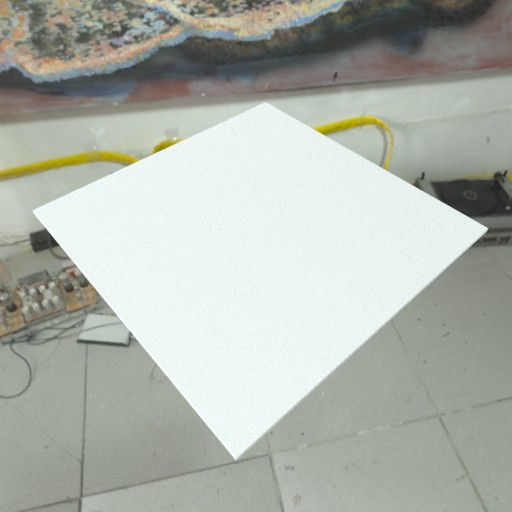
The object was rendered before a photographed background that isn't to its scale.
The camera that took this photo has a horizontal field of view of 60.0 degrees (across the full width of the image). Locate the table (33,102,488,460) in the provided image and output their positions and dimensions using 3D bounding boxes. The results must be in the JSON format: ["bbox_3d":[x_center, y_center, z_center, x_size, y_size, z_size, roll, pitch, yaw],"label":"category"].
[{"bbox_3d":[0.000,0.000,1.335,0.890,0.305,0.890,-34,56,-26],"label":"table"}]
